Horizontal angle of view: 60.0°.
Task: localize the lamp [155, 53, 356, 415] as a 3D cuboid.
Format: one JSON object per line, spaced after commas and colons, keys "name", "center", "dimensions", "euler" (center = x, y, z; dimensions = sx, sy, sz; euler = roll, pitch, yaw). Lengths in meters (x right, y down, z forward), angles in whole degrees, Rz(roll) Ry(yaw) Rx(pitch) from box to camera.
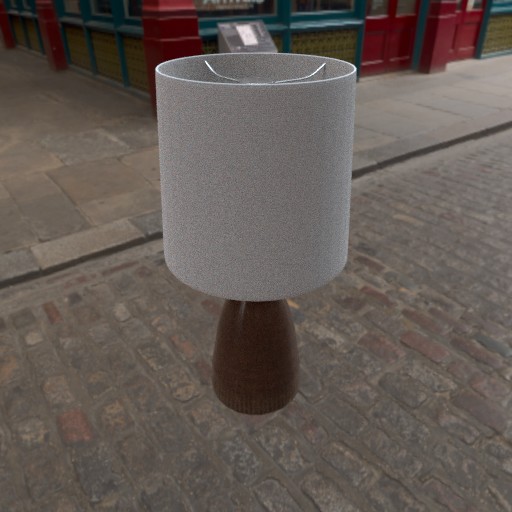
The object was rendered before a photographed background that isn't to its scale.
{"name": "lamp", "center": [0.000, 0.000, 0.463], "dimensions": [0.186, 0.369, 0.186], "euler": [0, 31, 0]}
